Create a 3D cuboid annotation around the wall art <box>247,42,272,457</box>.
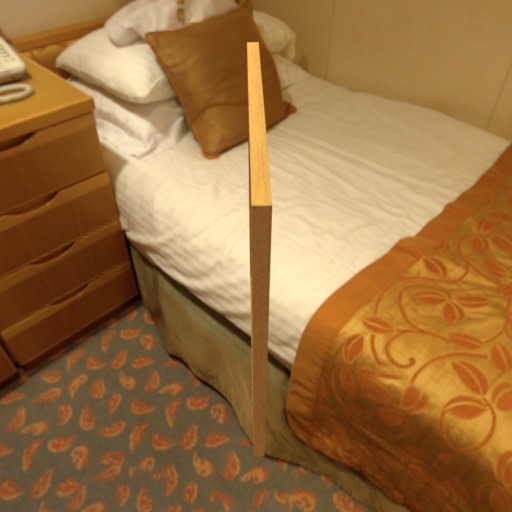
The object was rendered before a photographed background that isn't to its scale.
[{"bbox_3d":[0.000,0.000,0.775,0.020,0.561,0.460,-1,43,-1],"label":"wall art"}]
